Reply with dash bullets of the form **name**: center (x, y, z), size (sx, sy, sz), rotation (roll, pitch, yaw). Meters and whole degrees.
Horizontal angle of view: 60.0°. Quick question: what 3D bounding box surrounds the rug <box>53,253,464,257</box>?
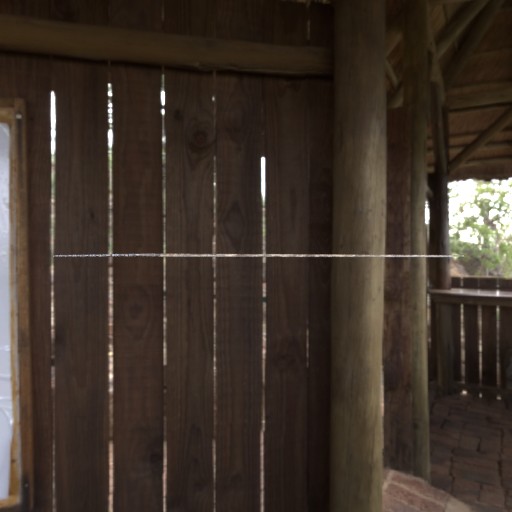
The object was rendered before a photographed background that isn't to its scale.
- **rug**: center (0.000, 0.000, 4.361), size (3.291, 0.017, 2.431), rotation (0, 0, -35)
